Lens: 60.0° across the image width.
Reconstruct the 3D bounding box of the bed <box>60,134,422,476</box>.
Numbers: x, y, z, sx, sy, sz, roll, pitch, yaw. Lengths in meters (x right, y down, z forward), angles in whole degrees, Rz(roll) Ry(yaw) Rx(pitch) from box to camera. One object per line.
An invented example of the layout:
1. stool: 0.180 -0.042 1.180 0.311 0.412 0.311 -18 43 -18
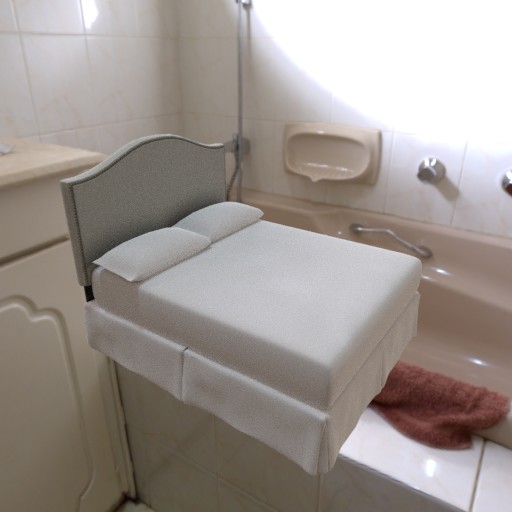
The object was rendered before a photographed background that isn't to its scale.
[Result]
1. bed: 0.000 0.000 3.388 2.180 1.607 1.813 16 29 31
